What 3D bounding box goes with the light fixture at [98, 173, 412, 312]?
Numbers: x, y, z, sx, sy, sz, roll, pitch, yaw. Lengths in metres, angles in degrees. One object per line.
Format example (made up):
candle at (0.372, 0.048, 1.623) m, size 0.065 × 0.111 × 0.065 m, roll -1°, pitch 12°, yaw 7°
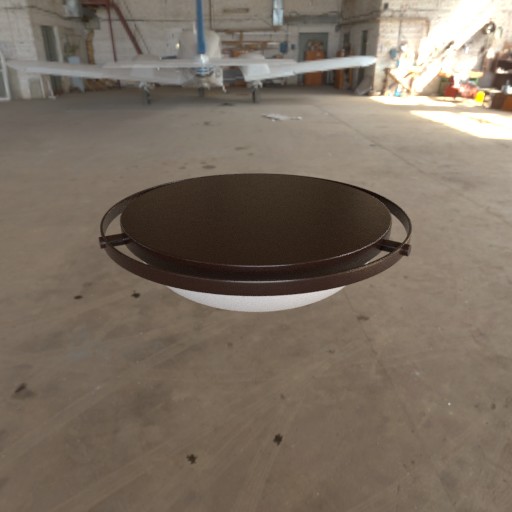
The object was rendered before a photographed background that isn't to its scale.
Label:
light fixture at (0.000, 0.000, 0.563) m, size 0.361 × 0.130 × 0.361 m, roll 0°, pitch 25°, yaw 0°
